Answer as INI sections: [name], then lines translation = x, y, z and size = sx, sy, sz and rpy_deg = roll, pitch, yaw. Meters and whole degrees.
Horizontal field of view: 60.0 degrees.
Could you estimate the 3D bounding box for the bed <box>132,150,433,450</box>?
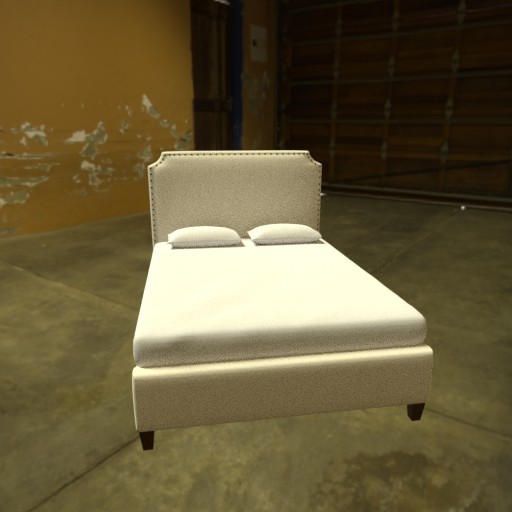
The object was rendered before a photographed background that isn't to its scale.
[bed]
translation = 0.000, 0.000, 3.433
size = 1.712, 1.497, 2.372
rpy_deg = -3, 16, -9
